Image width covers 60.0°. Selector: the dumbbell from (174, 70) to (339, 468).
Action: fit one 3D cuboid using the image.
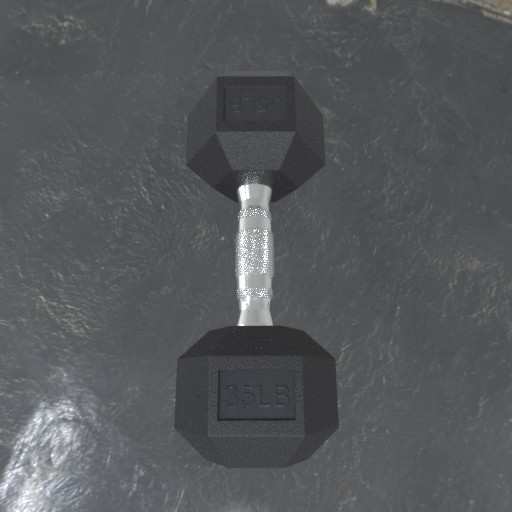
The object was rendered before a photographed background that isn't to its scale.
[{"bbox_3d":[0.000,0.000,0.421,0.141,0.123,0.356,0,74,0],"label":"dumbbell"}]
